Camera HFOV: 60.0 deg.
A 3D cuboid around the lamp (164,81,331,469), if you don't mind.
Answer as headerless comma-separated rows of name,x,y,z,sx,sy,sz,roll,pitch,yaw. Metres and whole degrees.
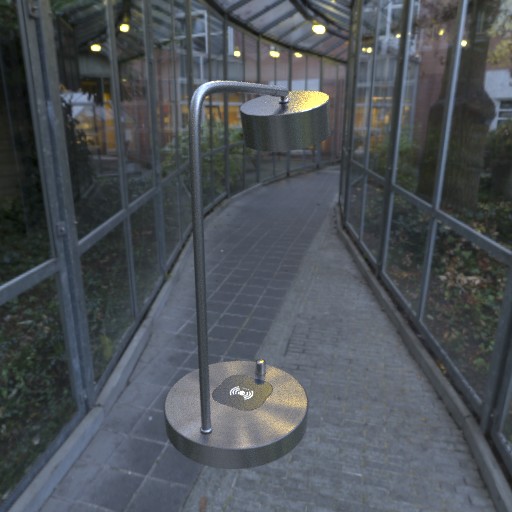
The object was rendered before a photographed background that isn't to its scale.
lamp,0.000,0.000,0.644,0.211,0.469,0.334,9,20,26
